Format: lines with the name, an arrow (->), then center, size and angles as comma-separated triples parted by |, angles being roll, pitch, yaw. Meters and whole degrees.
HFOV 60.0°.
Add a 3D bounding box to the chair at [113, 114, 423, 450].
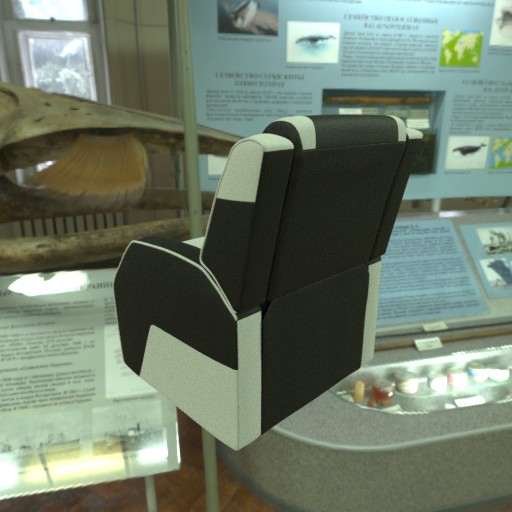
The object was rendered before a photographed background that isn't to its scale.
chair -> 0.000, 0.000, 1.319 | 0.620, 0.805, 0.672 | -17, 24, -42
